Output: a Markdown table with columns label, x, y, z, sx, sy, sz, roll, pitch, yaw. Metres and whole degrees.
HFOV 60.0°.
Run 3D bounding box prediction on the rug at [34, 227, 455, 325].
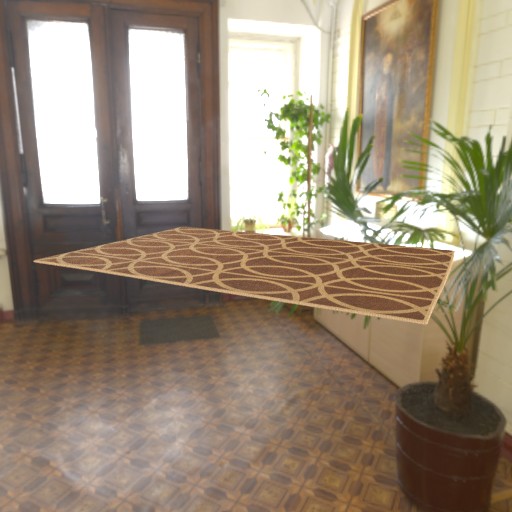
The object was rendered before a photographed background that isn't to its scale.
| label | x | y | z | sx | sy | sz | roll | pitch | yaw |
| --- | --- | --- | --- | --- | --- | --- | --- | --- | --- |
| rug | 0.000 | 0.000 | 2.868 | 2.294 | 0.014 | 1.528 | 6 | 14 | 27 |
